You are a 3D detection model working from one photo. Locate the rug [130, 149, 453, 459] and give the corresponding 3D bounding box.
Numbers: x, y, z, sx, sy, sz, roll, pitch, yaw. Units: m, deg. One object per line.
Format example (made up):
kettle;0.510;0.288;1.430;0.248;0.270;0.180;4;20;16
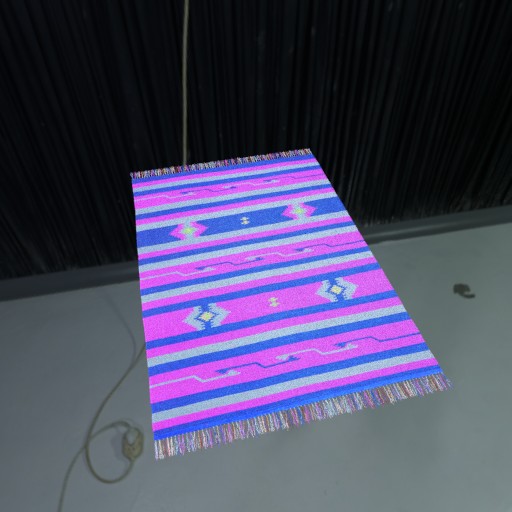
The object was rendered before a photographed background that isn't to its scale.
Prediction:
rug;0.000;0.000;2.952;1.539;0.013;2.350;-10;47;-10
